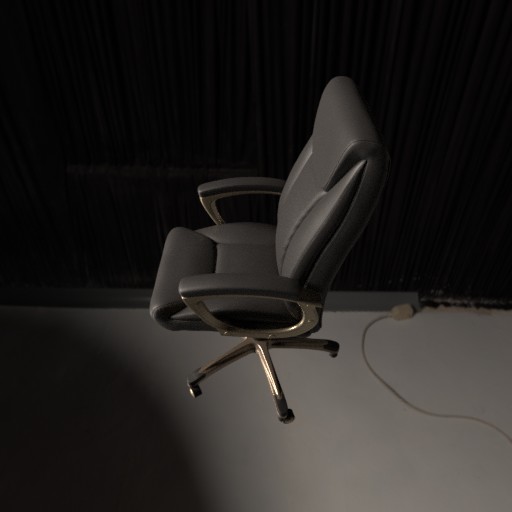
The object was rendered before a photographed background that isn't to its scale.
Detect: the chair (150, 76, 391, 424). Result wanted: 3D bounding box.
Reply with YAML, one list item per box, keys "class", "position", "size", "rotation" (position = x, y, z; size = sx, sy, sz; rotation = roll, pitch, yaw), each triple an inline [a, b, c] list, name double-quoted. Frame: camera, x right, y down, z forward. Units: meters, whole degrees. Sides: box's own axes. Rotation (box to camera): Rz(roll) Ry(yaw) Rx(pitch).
- class: "chair"
  position: [0.000, 0.000, 1.651]
  size: [0.748, 1.188, 0.694]
  rotation: [0, 40, 0]
